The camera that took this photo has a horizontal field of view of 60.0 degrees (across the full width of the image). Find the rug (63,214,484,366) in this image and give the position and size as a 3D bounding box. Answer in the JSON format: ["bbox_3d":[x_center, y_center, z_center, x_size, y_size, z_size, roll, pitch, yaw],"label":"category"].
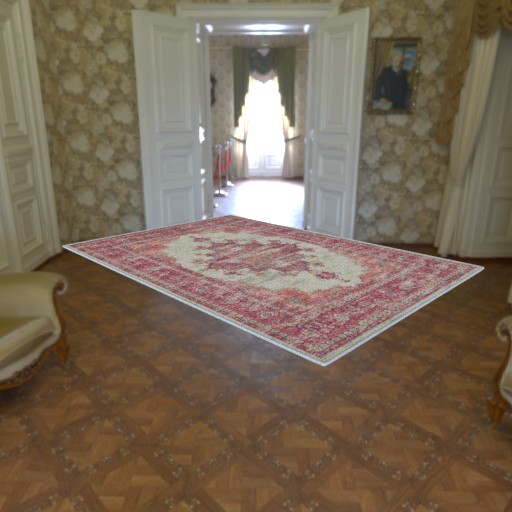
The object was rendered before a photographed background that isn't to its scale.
[{"bbox_3d":[0.000,0.000,3.634,2.005,0.014,2.878,-16,23,-43],"label":"rug"}]
